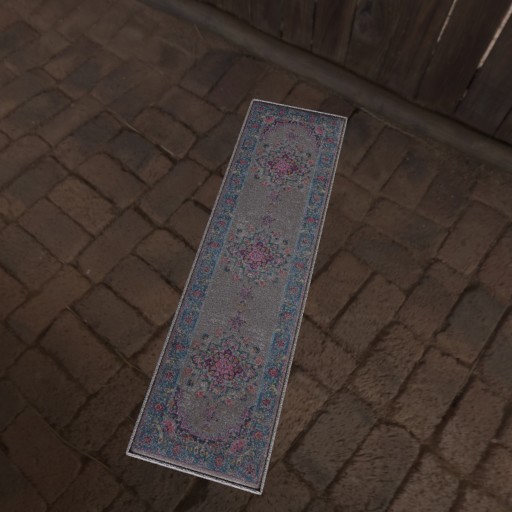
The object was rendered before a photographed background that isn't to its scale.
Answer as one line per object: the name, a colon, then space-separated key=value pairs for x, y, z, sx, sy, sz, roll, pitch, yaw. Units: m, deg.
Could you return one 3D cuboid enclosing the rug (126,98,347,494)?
rug: x=0.000 y=0.000 z=2.512 sx=0.659 sy=0.019 sz=2.297 roll=13 pitch=65 yaw=6
